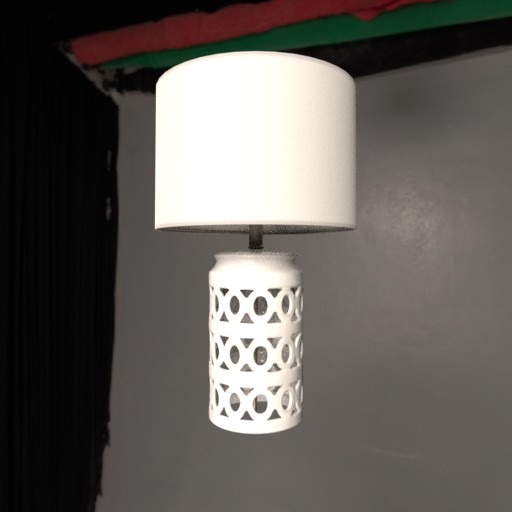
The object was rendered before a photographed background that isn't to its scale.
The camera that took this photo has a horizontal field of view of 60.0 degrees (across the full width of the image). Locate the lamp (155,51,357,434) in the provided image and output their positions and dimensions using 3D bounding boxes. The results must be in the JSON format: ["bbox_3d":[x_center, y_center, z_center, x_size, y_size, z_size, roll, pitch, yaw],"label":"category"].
[{"bbox_3d":[0.000,0.000,0.696,0.310,0.502,0.310,0,0,0],"label":"lamp"}]
